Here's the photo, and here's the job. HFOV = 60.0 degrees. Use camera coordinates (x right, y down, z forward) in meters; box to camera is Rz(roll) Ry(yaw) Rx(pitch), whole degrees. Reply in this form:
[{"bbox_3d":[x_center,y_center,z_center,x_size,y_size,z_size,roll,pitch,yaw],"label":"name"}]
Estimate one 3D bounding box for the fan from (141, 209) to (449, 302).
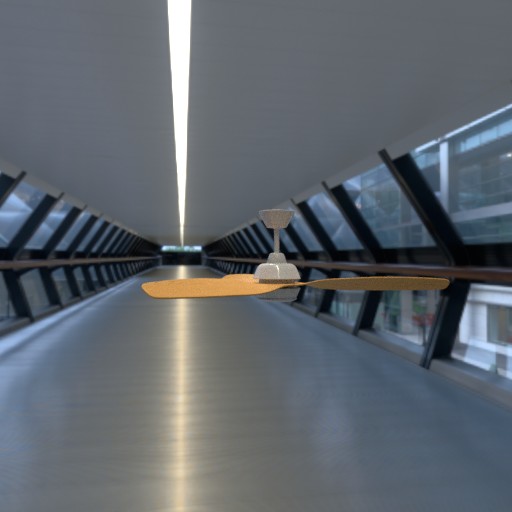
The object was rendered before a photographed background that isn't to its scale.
[{"bbox_3d":[0.000,0.000,1.624,1.142,0.355,1.010,-1,-2,35],"label":"fan"}]
